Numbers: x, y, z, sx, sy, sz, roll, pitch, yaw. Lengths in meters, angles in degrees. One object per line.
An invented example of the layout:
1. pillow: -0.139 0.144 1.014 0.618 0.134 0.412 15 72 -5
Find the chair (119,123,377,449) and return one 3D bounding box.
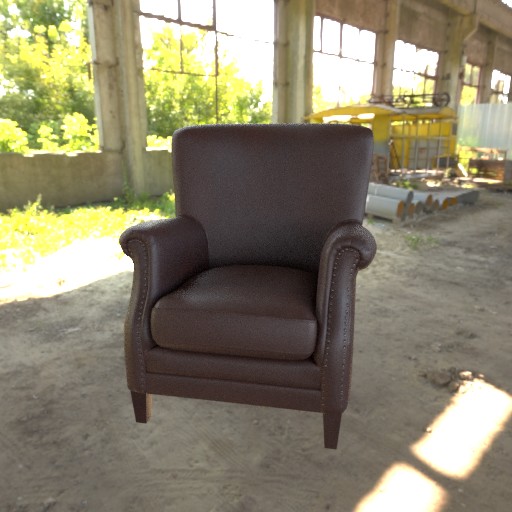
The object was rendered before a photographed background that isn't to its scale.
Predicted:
1. chair: 0.000 0.000 1.357 0.700 0.800 0.746 3 15 10
